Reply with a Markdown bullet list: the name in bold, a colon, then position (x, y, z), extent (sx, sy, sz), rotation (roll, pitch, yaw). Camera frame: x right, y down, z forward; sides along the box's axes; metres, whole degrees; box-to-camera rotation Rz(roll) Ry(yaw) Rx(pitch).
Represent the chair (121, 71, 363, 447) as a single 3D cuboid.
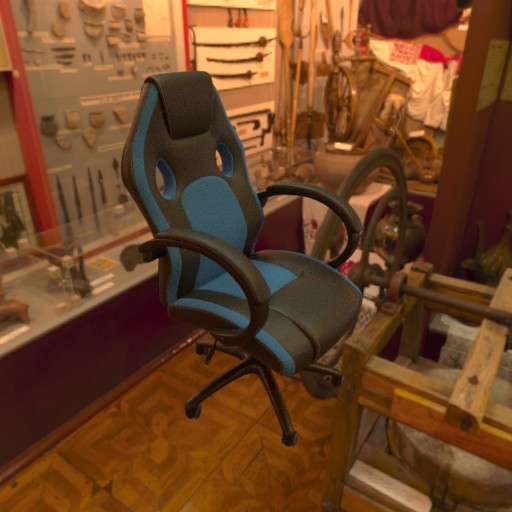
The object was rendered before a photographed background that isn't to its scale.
- **chair**: position (0.000, 0.000, 1.576), extent (0.724, 1.187, 0.673), rotation (18, 32, 32)
